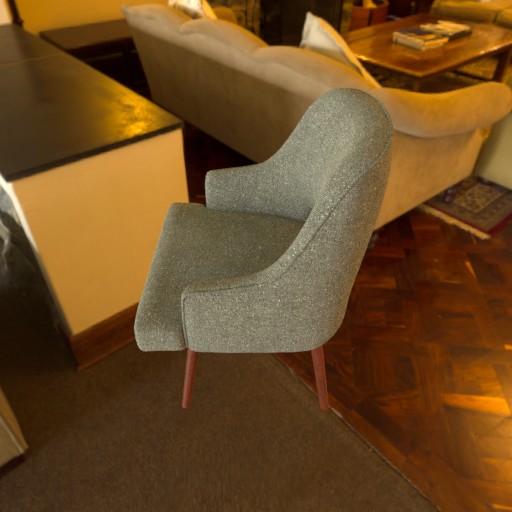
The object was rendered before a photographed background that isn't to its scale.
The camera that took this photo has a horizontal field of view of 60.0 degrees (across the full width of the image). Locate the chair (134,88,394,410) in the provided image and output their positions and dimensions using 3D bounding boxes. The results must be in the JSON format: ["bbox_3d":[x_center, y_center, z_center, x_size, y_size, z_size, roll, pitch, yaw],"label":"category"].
[{"bbox_3d":[0.000,0.000,1.308,0.629,0.875,0.608,1,40,1],"label":"chair"}]
